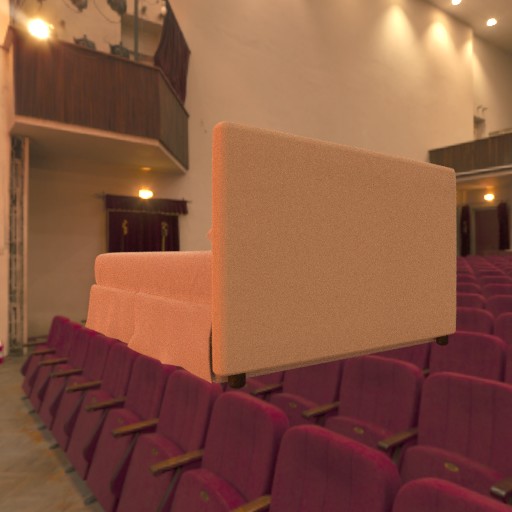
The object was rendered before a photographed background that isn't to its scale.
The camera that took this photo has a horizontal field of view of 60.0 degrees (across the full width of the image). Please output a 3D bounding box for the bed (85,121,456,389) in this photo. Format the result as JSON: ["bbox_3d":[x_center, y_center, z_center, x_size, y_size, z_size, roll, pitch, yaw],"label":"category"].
[{"bbox_3d":[0.000,0.000,3.629,2.119,1.317,2.341,0,0,-36],"label":"bed"}]
